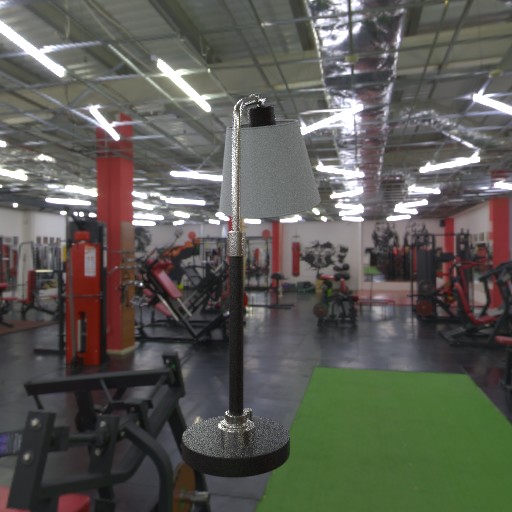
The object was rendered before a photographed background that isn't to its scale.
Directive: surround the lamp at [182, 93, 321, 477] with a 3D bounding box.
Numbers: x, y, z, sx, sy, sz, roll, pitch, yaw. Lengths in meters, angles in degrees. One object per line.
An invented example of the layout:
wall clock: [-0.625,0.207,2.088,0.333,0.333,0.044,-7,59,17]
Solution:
lamp: [0.000,0.000,0.707,0.181,0.539,0.348,0,0,16]
